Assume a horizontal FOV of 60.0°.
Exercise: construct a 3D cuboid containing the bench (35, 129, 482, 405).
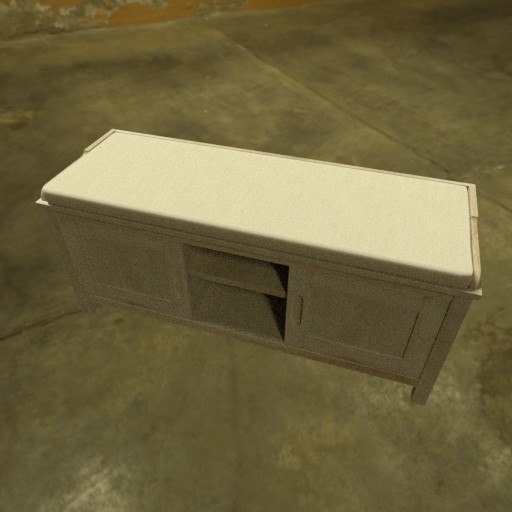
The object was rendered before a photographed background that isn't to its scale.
[{"bbox_3d":[0.000,0.000,1.351,1.140,0.501,0.398,12,42,14],"label":"bench"}]
